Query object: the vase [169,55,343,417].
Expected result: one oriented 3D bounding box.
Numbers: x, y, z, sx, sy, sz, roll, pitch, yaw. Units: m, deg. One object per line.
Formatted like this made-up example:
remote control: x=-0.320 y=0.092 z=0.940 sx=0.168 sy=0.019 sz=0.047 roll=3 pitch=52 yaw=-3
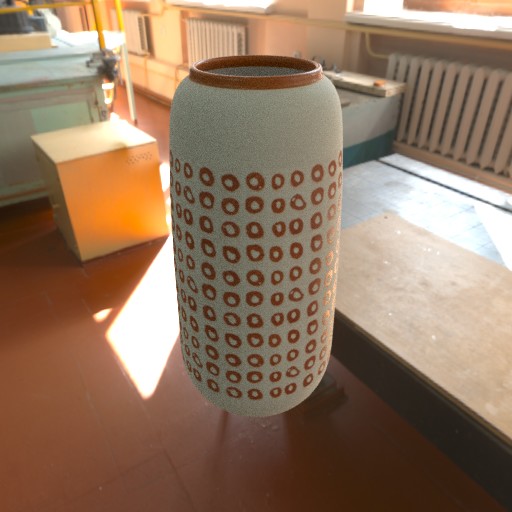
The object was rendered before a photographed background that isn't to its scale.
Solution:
vase: x=0.000 y=0.000 z=0.351 sx=0.133 sy=0.282 sz=0.133 roll=0 pitch=32 yaw=0
